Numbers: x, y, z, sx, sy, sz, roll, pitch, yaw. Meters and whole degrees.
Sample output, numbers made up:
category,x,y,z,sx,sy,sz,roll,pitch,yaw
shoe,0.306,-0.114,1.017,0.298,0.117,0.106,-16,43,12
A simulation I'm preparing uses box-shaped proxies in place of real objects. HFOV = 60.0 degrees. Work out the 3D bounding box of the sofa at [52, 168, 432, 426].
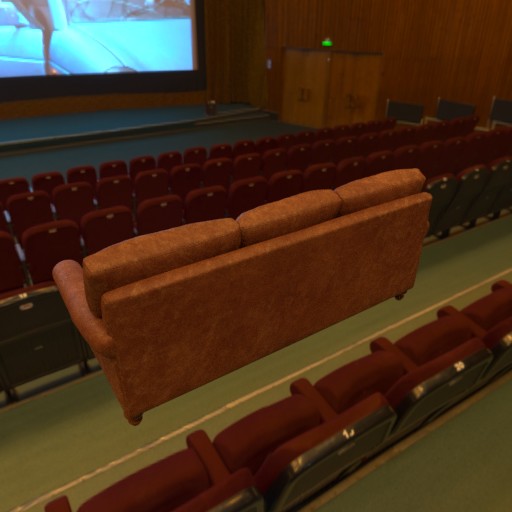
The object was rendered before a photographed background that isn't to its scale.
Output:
category,x,y,z,sx,sy,sz,roll,pitch,yaw
sofa,0.000,0.000,2.876,2.351,0.977,0.973,-18,34,-29
